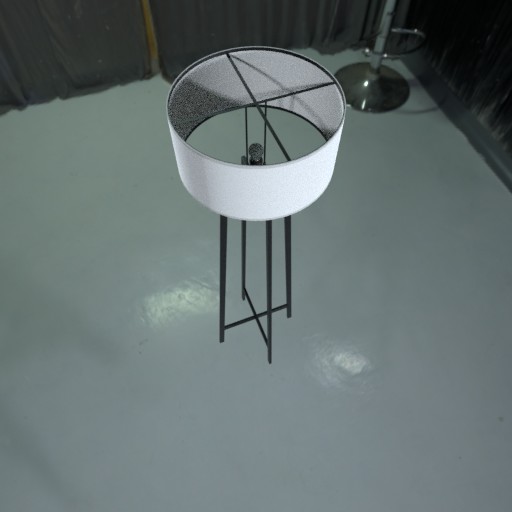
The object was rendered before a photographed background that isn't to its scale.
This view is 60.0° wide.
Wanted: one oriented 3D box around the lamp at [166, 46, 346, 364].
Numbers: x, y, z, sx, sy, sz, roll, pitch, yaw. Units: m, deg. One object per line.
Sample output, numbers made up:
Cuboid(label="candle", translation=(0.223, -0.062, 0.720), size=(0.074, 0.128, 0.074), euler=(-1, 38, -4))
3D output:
Cuboid(label="lamp", translation=(0.000, 0.000, 1.773), size=(0.457, 1.510, 0.456), euler=(-18, 60, -11))
